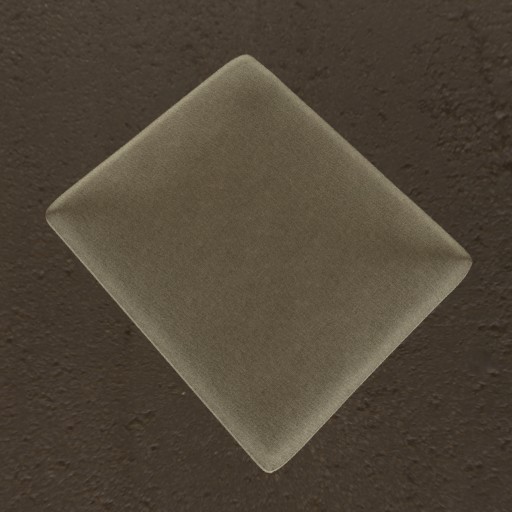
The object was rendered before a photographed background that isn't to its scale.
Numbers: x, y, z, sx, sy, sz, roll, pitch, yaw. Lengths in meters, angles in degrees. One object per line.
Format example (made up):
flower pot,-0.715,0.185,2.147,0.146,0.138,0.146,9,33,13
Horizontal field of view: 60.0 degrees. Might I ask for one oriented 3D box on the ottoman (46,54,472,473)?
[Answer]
ottoman,0.000,0.000,1.228,0.693,0.474,0.821,-42,79,-10
